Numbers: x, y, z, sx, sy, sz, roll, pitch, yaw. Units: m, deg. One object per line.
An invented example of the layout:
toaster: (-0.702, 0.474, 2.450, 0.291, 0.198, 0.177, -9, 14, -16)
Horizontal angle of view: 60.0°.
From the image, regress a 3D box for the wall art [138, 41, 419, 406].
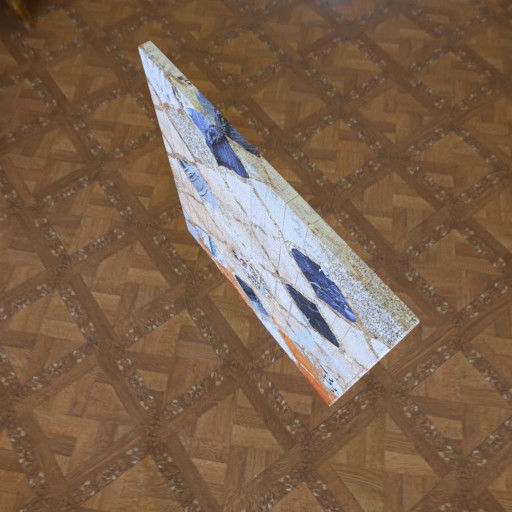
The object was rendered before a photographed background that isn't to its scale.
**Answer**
wall art: (0.000, 0.000, 1.341, 0.039, 0.914, 0.912, -34, 68, -16)
